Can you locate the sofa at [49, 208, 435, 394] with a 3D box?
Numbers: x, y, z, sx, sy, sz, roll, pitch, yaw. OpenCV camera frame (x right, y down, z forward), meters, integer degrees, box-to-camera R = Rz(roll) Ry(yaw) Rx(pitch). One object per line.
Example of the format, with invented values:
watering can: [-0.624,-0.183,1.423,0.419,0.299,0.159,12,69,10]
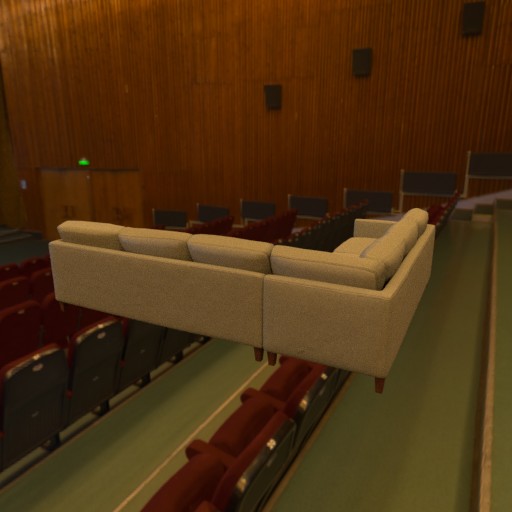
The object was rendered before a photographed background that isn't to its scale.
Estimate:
sofa: [0.000,0.000,4.714,3.301,0.947,2.592,8,18,26]
